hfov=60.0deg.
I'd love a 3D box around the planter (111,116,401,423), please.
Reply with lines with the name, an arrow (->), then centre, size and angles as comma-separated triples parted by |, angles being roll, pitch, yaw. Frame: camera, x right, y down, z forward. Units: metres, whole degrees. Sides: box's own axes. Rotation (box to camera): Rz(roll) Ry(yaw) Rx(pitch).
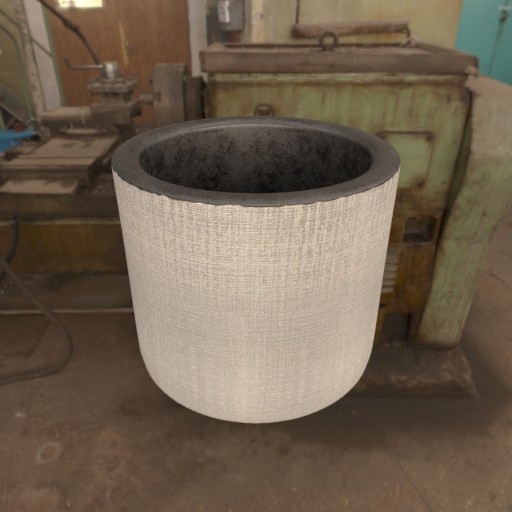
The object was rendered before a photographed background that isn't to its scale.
planter -> 0.000, 0.000, 0.223 | 0.125, 0.112, 0.125 | 0, 30, 0
